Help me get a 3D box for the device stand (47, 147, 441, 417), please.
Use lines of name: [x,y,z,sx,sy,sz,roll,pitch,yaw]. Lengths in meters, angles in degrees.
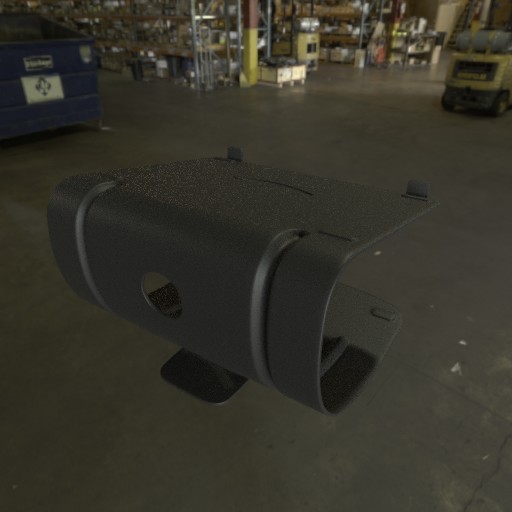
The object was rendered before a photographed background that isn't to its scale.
device stand: [0.000,0.000,0.397,0.256,0.155,0.236,17,34,28]
